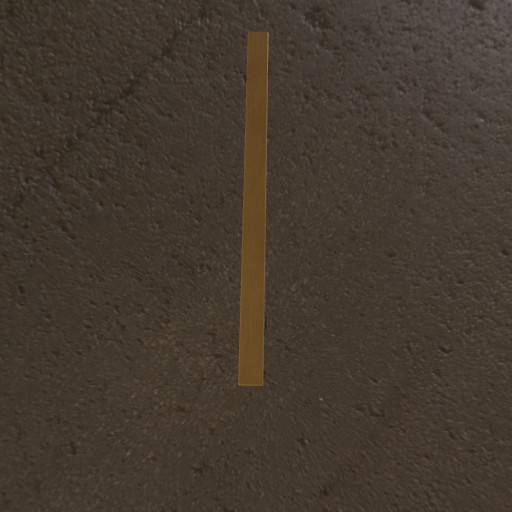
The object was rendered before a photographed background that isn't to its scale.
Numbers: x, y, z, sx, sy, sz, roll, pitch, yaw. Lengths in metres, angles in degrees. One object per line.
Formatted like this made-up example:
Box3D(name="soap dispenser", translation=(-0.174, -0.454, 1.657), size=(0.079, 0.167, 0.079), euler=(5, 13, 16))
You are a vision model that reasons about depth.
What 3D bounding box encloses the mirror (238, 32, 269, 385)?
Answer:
Box3D(name="mirror", translation=(0.000, 0.000, 1.169), size=(0.041, 0.915, 0.609), euler=(1, 77, 0))
